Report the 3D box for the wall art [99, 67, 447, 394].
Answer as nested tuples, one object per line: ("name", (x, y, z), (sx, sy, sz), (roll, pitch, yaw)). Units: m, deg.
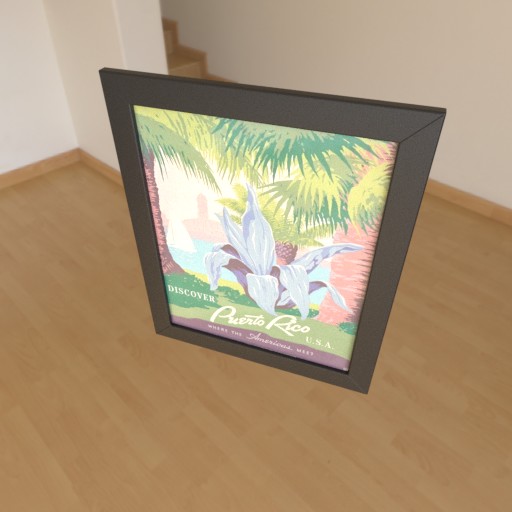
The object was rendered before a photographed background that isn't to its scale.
("wall art", (0.000, 0.000, 0.774), (0.481, 0.582, 0.018), (13, 41, 15))
